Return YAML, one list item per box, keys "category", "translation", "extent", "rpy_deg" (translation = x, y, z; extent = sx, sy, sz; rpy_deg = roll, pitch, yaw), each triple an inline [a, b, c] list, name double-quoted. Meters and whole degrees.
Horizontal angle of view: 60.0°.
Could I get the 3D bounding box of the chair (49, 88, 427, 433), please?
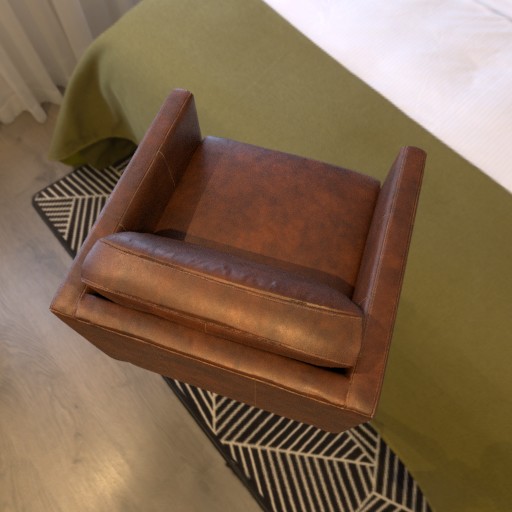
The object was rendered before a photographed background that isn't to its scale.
- category: "chair"
  translation: [0.000, 0.000, 1.683]
  extent: [0.990, 0.864, 0.975]
  rpy_deg: [16, 65, 8]
